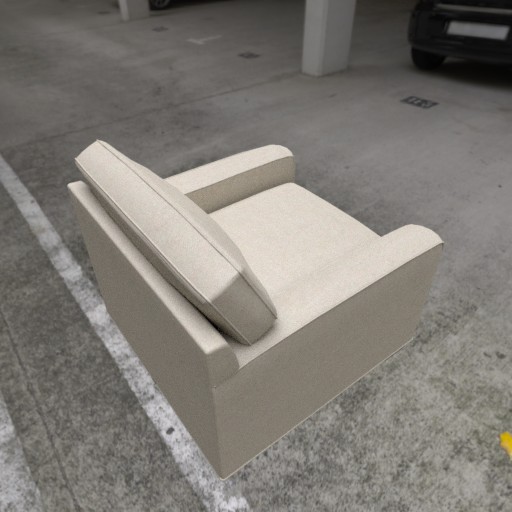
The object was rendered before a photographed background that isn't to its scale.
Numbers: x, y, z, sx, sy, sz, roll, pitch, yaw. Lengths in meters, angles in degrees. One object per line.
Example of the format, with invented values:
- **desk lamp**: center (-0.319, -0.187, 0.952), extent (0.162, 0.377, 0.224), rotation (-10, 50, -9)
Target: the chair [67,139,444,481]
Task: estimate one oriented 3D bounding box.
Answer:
- **chair**: center (0.000, 0.000, 1.783), extent (1.043, 0.913, 0.998), rotation (-26, 47, -27)
